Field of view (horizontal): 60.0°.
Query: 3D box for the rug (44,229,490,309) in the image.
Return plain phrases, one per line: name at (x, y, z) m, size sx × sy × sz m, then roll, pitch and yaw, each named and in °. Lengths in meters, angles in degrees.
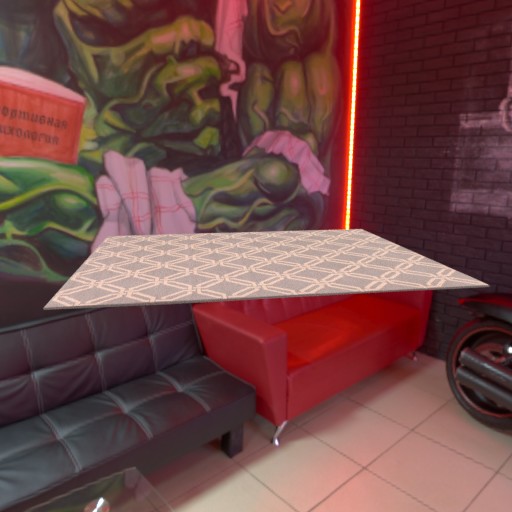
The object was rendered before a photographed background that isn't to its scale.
rug at (0.000, 0.000, 3.921) m, size 2.895 × 0.018 × 2.288 m, roll -2°, pitch 13°, yaw -9°
